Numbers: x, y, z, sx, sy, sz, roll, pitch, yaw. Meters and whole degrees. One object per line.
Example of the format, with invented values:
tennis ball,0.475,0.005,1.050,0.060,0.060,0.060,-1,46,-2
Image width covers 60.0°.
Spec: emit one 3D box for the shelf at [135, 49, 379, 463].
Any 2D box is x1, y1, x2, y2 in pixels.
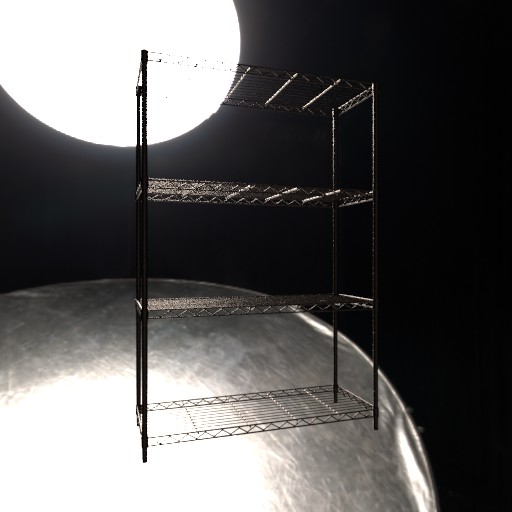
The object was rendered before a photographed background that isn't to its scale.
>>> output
shelf,0.000,0.000,1.757,0.907,1.361,0.352,0,0,-18
